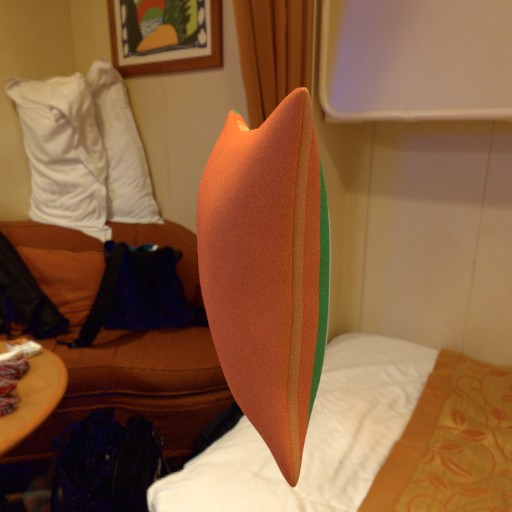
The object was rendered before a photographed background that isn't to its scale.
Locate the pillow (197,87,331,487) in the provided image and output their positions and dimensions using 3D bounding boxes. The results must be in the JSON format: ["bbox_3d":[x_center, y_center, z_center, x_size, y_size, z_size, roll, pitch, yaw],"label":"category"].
[{"bbox_3d":[0.000,0.000,0.674,0.169,0.444,0.453,-3,16,-11],"label":"pillow"}]
